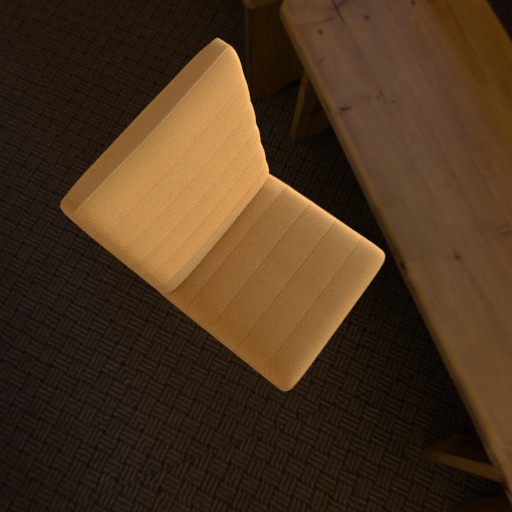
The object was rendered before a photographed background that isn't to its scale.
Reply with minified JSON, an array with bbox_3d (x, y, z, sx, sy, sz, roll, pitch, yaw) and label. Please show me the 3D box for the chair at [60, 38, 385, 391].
[{"bbox_3d":[0.000,0.000,1.317,0.634,0.930,0.520,37,79,9],"label":"chair"}]
